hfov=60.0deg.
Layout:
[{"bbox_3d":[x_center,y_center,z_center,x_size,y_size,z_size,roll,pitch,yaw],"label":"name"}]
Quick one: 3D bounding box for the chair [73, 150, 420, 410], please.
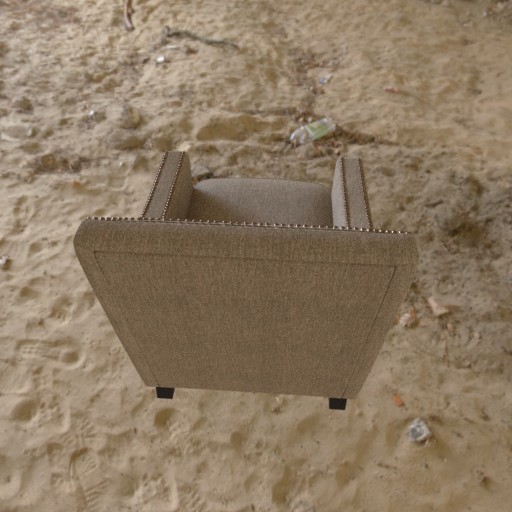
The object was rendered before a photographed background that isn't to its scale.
[{"bbox_3d":[0.000,0.000,1.586,0.776,0.967,0.884,3,47,3],"label":"chair"}]
